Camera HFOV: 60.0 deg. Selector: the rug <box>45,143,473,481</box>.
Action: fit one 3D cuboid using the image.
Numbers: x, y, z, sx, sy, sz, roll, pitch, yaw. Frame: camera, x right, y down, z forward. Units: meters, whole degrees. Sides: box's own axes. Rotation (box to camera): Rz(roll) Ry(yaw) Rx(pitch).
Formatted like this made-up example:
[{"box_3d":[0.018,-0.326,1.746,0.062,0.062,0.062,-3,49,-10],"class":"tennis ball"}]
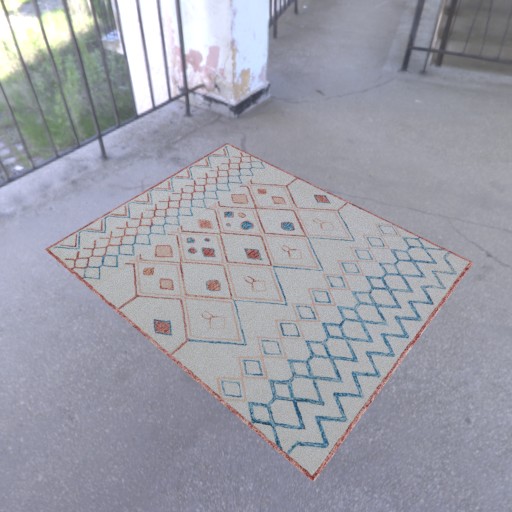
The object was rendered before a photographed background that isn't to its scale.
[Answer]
[{"box_3d":[0.000,0.000,4.032,3.050,0.016,2.441,32,53,27],"class":"rug"}]
